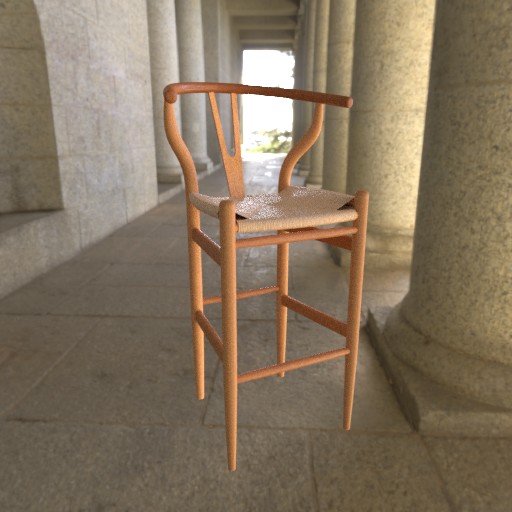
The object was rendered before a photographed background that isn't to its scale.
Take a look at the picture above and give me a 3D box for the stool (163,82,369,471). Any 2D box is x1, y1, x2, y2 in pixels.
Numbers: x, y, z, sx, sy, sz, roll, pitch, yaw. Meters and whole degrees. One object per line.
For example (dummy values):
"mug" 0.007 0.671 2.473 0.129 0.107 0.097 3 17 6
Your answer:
"stool" 0.000 0.000 1.400 0.574 1.068 0.561 -8 18 -25
